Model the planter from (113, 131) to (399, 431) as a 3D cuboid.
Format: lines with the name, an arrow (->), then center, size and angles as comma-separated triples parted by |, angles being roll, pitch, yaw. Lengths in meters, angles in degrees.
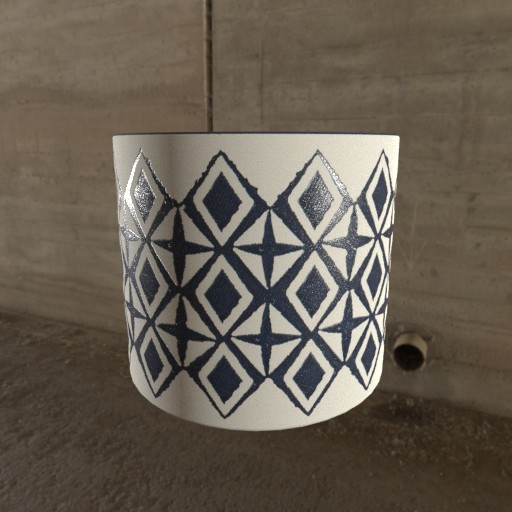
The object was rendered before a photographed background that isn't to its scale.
planter -> 0.000, 0.000, 0.273 | 0.159, 0.144, 0.159 | 0, 14, 0
